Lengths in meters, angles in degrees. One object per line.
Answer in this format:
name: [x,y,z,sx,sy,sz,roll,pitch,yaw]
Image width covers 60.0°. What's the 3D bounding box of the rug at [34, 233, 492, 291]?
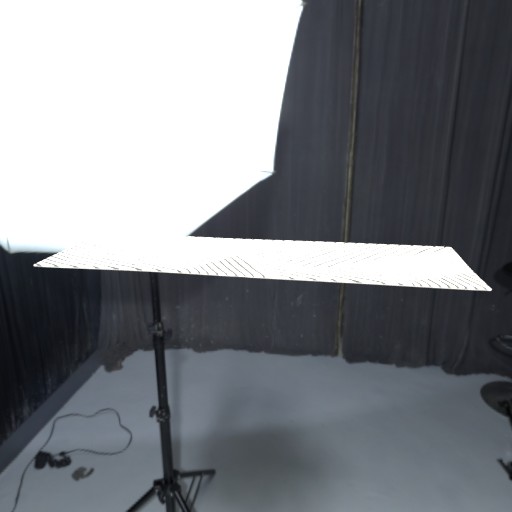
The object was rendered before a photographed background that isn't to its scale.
rug: [0.000,0.000,2.691,2.439,0.020,0.773,3,17,9]
